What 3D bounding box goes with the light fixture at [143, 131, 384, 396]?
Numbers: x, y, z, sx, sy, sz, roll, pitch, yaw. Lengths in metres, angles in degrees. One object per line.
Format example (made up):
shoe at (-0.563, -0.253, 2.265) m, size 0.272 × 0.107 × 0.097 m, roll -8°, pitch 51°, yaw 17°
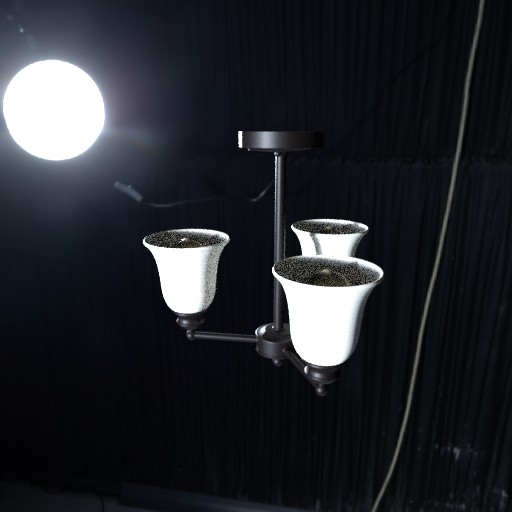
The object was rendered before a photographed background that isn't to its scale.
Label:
light fixture at (0.000, 0.000, 0.685) m, size 0.354 × 0.370 × 0.388 m, roll 3°, pitch 16°, yaw 9°
